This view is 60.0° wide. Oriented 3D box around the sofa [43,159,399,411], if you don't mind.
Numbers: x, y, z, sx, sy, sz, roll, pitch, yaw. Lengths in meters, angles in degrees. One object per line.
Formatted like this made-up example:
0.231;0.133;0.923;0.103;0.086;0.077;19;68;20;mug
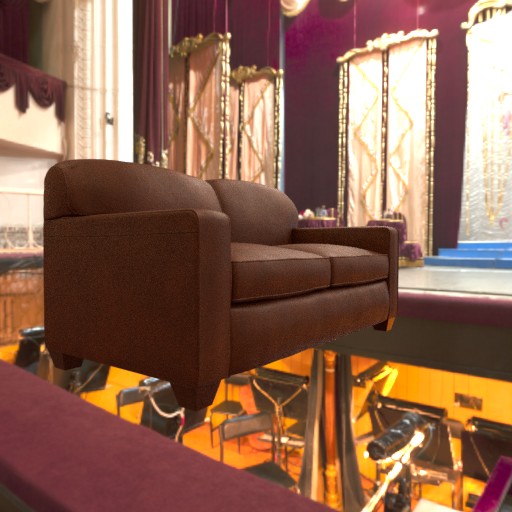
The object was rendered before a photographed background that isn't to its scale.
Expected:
0.000;0.000;2.391;1.000;0.966;1.856;1;2;37;sofa
